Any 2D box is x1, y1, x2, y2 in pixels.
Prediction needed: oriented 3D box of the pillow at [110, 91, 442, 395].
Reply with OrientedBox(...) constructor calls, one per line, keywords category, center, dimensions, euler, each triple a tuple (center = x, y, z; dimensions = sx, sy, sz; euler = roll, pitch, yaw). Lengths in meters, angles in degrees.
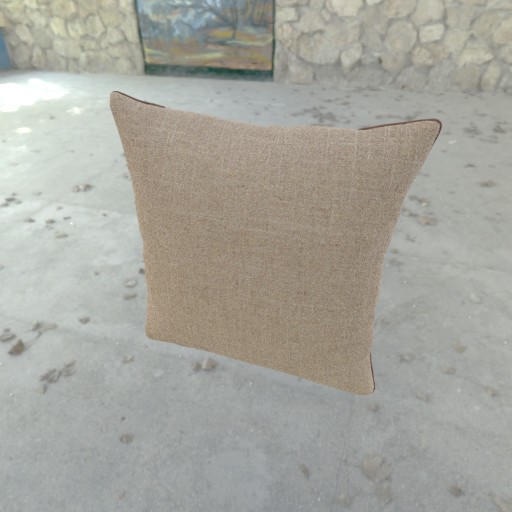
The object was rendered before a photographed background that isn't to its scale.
OrientedBox(category="pillow", center=(0.000, 0.000, 0.666), dimensions=(0.437, 0.448, 0.147), euler=(10, 33, 16))
